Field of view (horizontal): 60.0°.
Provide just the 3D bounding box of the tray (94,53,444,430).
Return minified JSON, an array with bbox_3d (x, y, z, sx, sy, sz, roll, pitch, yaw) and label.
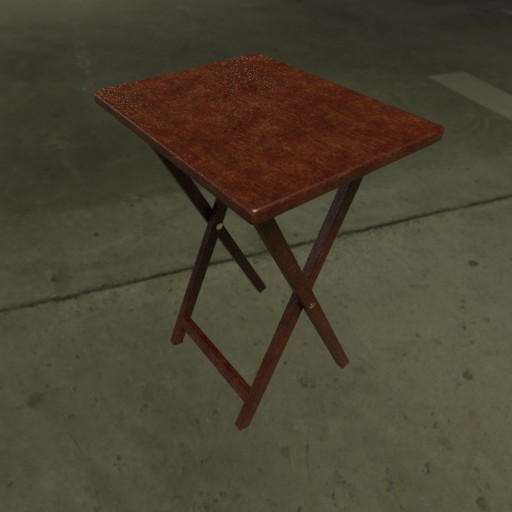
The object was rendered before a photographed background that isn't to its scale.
[{"bbox_3d":[0.000,0.000,0.961,0.381,0.660,0.483,-27,47,-27],"label":"tray"}]
